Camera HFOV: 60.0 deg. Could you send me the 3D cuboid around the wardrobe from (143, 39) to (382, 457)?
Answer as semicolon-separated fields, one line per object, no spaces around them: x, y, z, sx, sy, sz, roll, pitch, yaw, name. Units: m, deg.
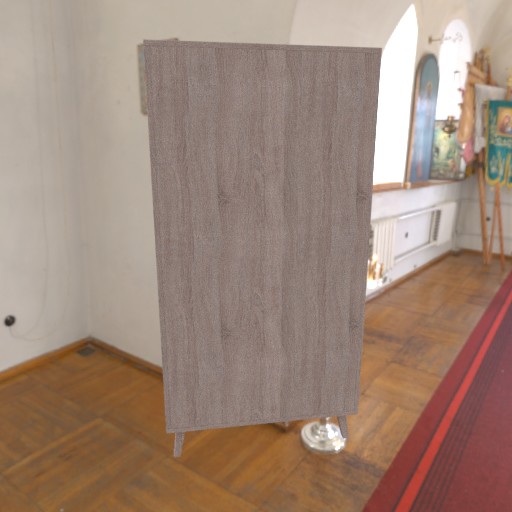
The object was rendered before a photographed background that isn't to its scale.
0.000;0.000;2.357;1.000;1.960;0.600;-2;15;-9;wardrobe
